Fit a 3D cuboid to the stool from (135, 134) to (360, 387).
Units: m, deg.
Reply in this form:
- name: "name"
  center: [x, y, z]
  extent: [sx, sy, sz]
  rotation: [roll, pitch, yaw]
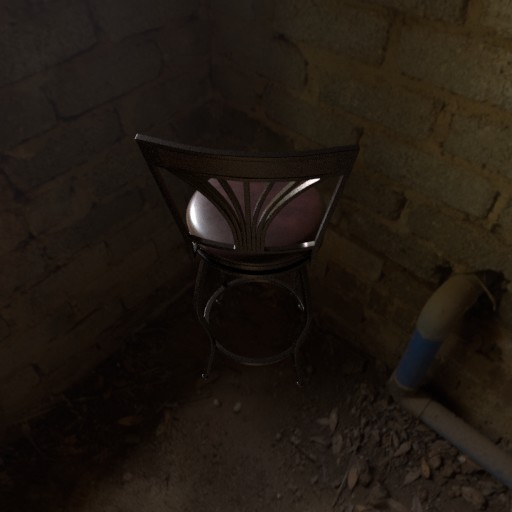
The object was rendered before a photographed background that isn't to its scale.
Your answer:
- name: "stool"
  center: [0.000, 0.000, 1.409]
  extent: [0.433, 1.117, 0.514]
  rotation: [4, 47, 3]
